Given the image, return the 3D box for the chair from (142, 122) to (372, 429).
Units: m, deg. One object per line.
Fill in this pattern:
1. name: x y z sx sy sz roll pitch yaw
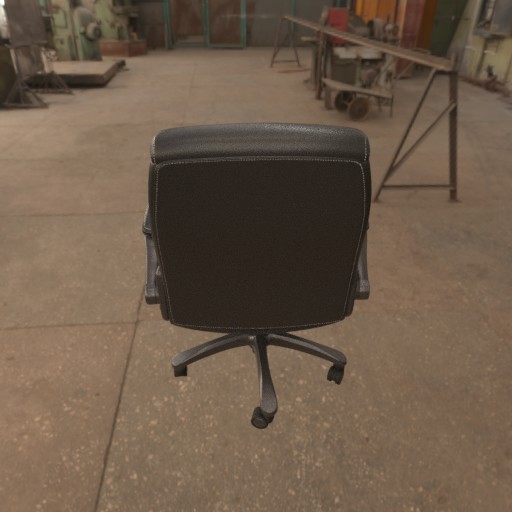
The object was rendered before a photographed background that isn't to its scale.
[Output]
1. chair: 0.000 0.000 1.629 0.782 1.110 0.724 -1 31 -2
